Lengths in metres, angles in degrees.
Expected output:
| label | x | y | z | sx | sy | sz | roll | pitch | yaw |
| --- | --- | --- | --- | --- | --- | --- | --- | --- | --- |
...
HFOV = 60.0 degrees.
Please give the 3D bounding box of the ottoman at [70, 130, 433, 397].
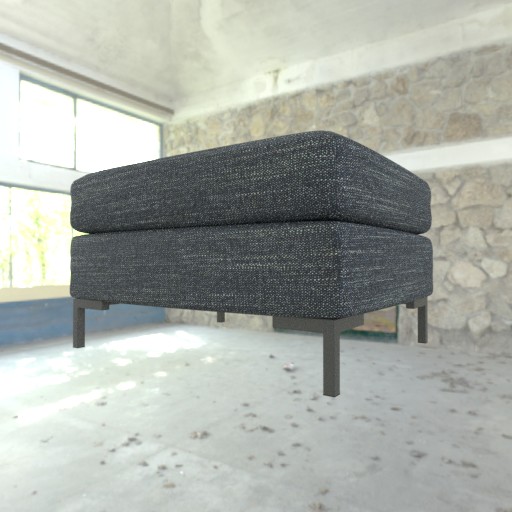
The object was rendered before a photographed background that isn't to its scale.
| label | x | y | z | sx | sy | sz | roll | pitch | yaw |
| --- | --- | --- | --- | --- | --- | --- | --- | --- | --- |
| ottoman | 0.000 | 0.000 | 1.229 | 0.814 | 0.491 | 0.667 | 0 | -1 | 35 |
